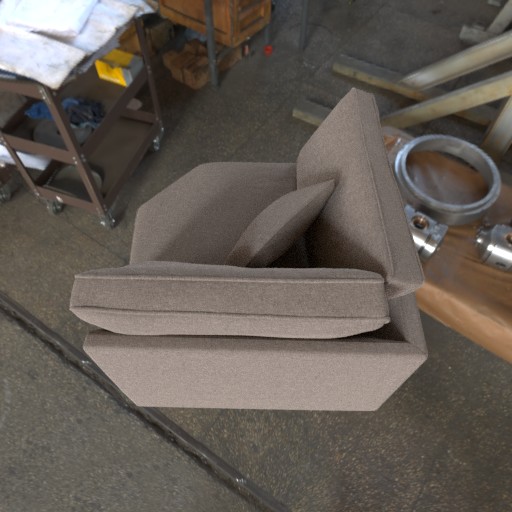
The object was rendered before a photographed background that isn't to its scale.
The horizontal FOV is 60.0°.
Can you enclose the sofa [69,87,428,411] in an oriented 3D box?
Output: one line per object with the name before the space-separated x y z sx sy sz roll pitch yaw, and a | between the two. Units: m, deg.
sofa | 0.000 0.000 1.825 1.042 0.951 1.050 1 58 0
